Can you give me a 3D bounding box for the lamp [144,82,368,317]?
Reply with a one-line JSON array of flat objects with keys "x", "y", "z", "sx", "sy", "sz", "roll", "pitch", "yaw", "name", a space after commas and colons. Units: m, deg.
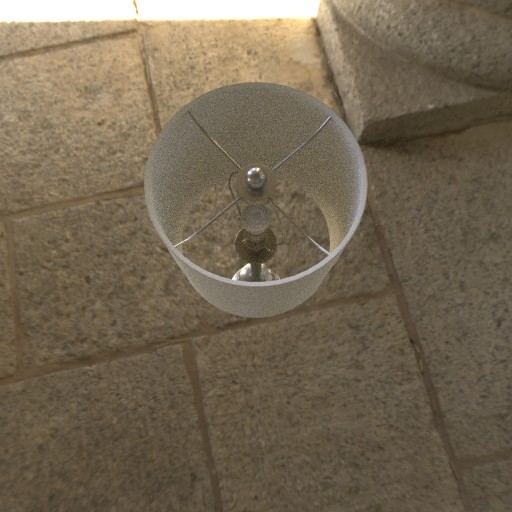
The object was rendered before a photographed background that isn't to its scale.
[{"x": 0.000, "y": 0.000, "z": 0.823, "sx": 0.254, "sy": 0.690, "sz": 0.254, "roll": -41, "pitch": 78, "yaw": -10, "name": "lamp"}]
